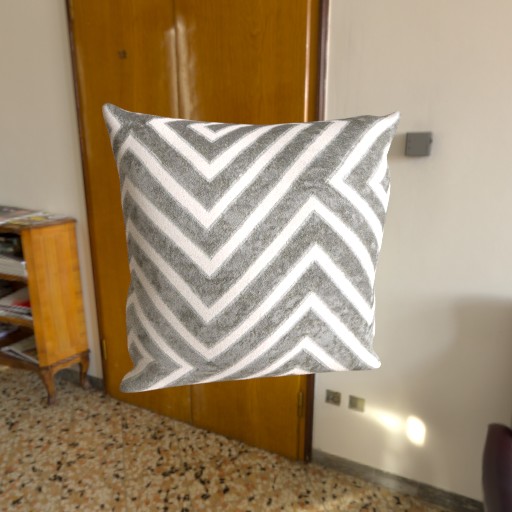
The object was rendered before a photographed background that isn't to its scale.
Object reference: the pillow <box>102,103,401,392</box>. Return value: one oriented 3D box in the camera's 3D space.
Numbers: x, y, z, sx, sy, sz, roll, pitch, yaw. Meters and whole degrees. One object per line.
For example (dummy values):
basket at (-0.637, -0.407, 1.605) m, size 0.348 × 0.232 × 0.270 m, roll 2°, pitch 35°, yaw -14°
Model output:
pillow at (0.000, 0.000, 0.681) m, size 0.440 × 0.441 × 0.182 m, roll -2°, pitch 15°, yaw -8°
